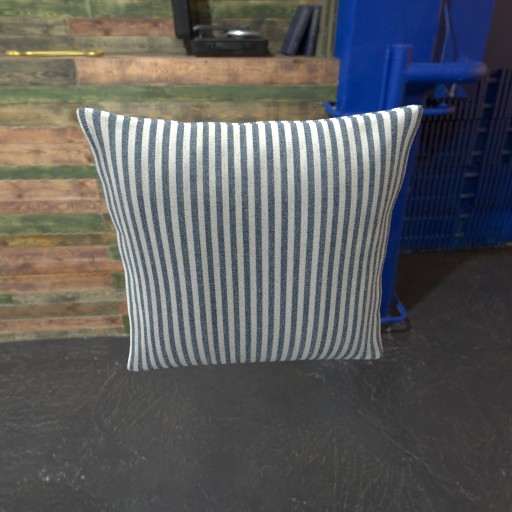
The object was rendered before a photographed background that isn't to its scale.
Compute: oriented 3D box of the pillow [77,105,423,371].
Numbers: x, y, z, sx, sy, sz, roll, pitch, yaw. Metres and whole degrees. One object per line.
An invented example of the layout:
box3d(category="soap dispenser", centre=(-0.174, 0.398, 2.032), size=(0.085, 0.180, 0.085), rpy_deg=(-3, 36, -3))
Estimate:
box3d(category="pillow", centre=(0.000, 0.000, 0.783), size=(0.523, 0.510, 0.166), rpy_deg=(-2, 28, -3))
